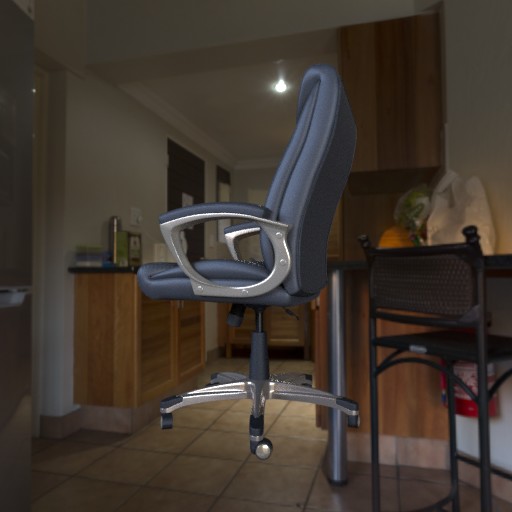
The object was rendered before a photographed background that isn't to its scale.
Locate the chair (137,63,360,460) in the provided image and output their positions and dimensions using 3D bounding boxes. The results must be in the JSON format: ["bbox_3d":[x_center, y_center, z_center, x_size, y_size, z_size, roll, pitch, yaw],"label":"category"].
[{"bbox_3d":[0.000,0.000,1.649,0.748,1.188,0.694,0,-1,18],"label":"chair"}]
